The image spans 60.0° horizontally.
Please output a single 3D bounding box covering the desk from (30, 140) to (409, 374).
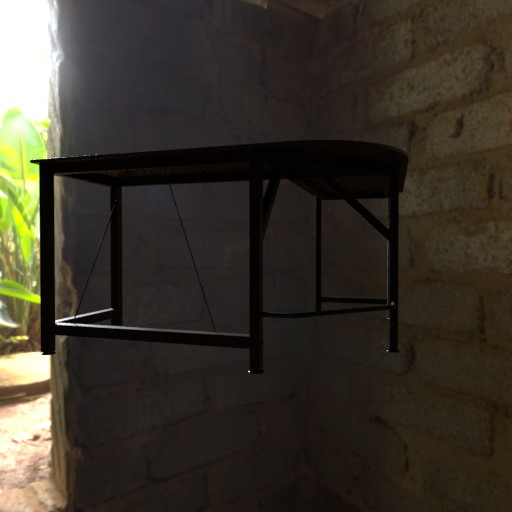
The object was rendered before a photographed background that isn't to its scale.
[{"bbox_3d":[0.000,0.000,2.186,1.400,0.762,1.400,0,1,17],"label":"desk"}]
